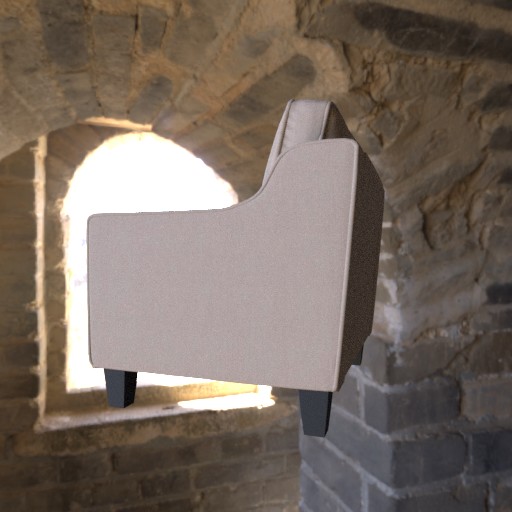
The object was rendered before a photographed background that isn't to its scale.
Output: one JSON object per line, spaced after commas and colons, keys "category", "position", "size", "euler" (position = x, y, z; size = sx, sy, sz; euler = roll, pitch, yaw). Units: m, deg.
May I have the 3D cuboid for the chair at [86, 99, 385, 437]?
{"category": "chair", "position": [0.000, 0.000, 1.674], "size": [0.882, 0.948, 0.922], "euler": [0, 1, 20]}
